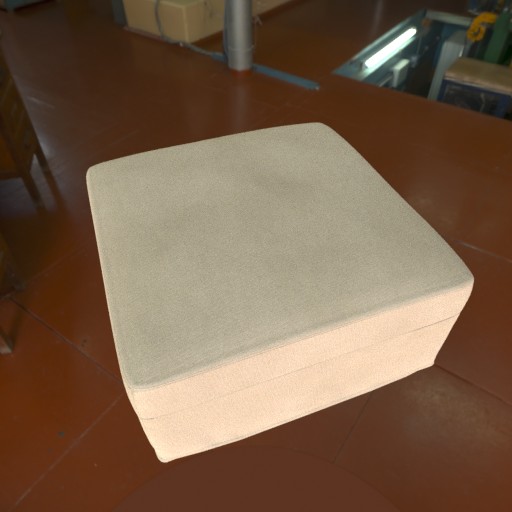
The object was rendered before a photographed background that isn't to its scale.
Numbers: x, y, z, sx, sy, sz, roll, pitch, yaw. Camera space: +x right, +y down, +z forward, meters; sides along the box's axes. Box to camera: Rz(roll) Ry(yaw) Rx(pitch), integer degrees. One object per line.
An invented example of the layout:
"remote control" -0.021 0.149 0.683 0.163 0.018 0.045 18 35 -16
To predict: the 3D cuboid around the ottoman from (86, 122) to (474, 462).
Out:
"ottoman" 0.000 0.000 1.321 0.843 0.441 0.842 -15 47 -14
